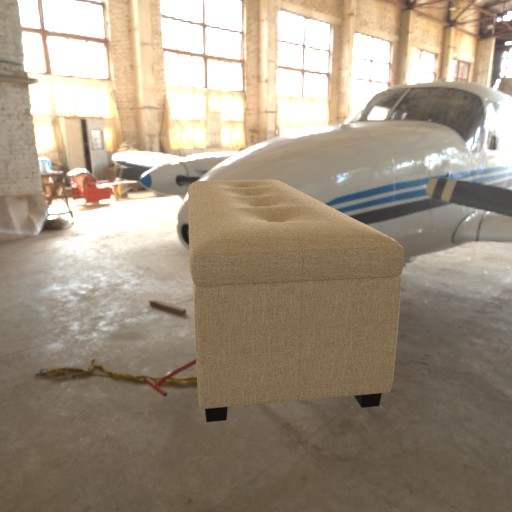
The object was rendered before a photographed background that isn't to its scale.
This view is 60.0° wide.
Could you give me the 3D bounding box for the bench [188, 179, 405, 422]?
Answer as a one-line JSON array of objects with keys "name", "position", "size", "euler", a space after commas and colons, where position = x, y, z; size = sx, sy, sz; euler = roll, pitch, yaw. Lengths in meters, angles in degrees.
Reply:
[{"name": "bench", "position": [0.000, 0.000, 1.473], "size": [0.432, 0.406, 1.219], "euler": [-2, 16, -8]}]
